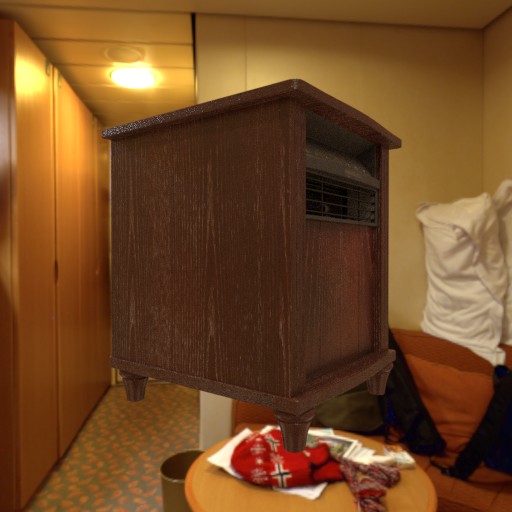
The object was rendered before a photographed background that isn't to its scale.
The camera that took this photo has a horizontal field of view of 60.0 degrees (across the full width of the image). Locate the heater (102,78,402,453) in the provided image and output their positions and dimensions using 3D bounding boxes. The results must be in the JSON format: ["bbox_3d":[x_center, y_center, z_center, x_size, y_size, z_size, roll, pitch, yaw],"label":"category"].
[{"bbox_3d":[0.000,0.000,0.763,0.400,0.481,0.362,0,1,37],"label":"heater"}]
